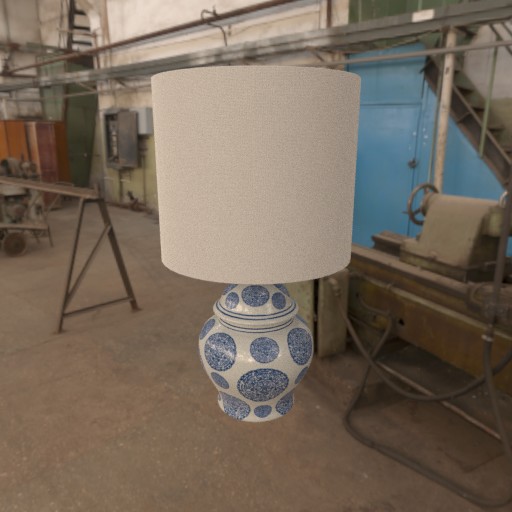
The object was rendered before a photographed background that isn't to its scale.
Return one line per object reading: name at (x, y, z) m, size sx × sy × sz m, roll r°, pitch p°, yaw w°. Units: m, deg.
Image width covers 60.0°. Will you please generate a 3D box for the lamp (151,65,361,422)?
lamp at (0.000, 0.000, 0.515) m, size 0.215 × 0.381 × 0.215 m, roll -14°, pitch 21°, yaw -42°
